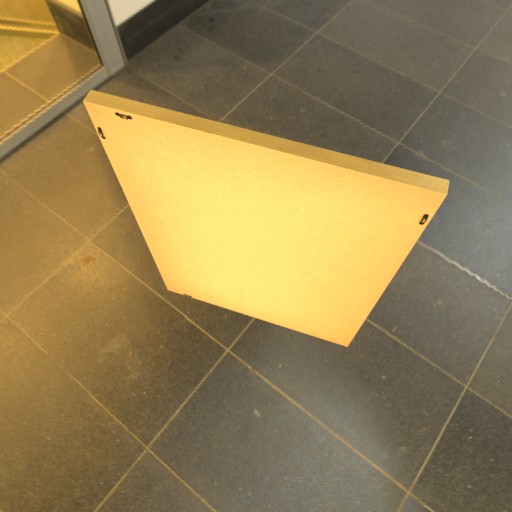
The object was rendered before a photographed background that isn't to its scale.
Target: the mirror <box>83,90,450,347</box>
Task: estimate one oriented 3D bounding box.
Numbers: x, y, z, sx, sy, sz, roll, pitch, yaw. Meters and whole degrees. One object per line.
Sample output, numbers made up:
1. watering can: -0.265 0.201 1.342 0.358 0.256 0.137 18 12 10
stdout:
1. mirror: 0.000 0.000 1.339 0.762 1.016 0.040 16 64 8
